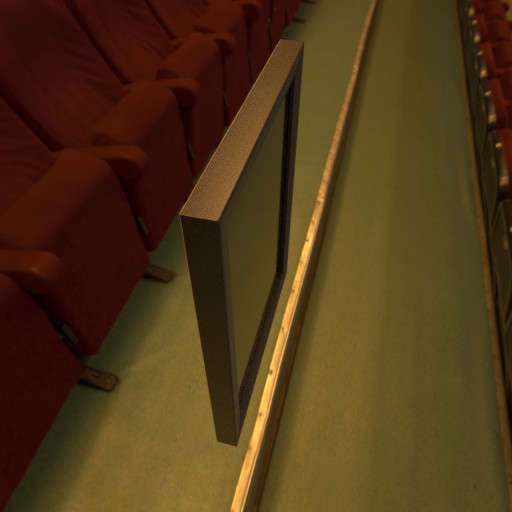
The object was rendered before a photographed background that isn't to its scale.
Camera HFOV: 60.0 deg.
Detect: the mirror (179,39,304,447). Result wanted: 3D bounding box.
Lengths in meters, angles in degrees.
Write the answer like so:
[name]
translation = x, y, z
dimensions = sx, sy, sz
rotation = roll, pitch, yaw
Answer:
[mirror]
translation = 0.000, 0.000, 0.699
dimensions = 0.041, 0.508, 0.405
rotation = 11, 47, 10
